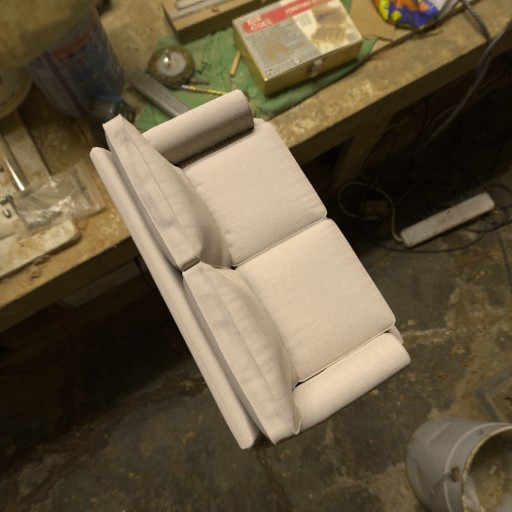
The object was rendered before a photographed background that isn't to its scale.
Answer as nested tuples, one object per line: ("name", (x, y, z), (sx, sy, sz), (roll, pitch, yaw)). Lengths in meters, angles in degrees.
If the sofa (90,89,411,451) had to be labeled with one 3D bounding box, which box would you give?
("sofa", (0.000, 0.000, 2.259), (0.964, 0.937, 1.665), (-29, 78, -7))
